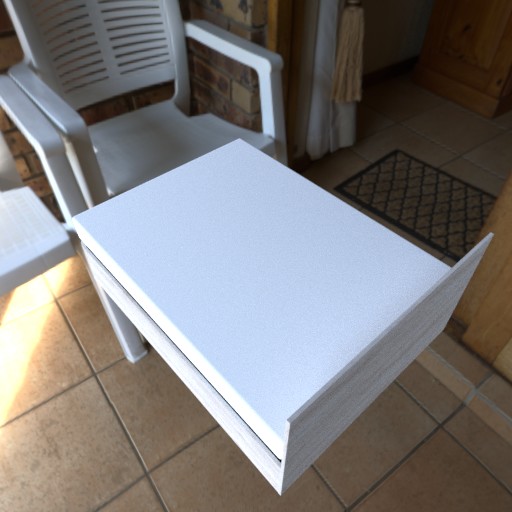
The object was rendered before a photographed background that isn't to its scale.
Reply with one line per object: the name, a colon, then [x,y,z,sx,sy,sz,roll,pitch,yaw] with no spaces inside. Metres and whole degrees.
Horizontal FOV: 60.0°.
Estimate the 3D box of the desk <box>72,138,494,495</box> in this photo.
desk: [0.000,0.000,2.603,1.400,0.800,1.900,-33,54,-28]
